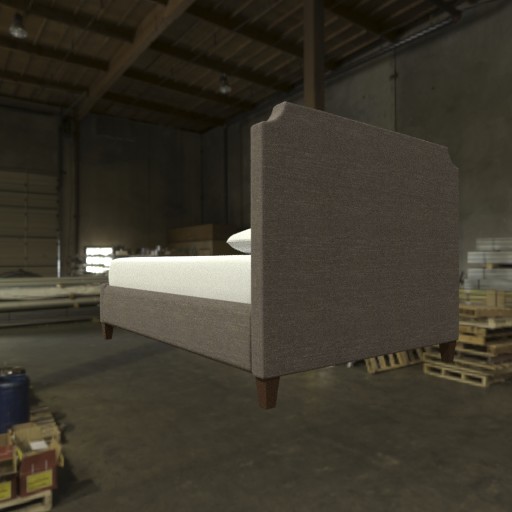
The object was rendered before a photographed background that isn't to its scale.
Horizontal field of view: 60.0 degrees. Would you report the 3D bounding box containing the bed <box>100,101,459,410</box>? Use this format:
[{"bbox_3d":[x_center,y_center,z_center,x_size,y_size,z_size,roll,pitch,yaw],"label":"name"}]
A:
[{"bbox_3d":[0.000,0.000,3.481,1.713,1.457,2.381,0,-1,-37],"label":"bed"}]
